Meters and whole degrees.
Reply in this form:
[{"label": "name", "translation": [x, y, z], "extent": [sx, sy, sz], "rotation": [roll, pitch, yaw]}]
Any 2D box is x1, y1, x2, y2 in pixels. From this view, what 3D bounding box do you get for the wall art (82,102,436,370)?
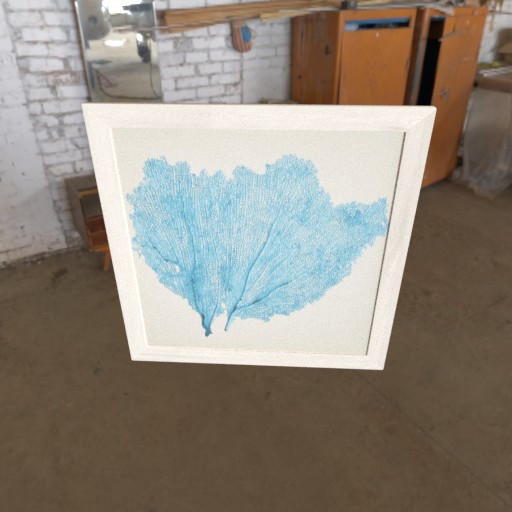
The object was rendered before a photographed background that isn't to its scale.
[{"label": "wall art", "translation": [0.000, 0.000, 0.883], "extent": [0.584, 0.584, 0.013], "rotation": [2, 31, 3]}]
